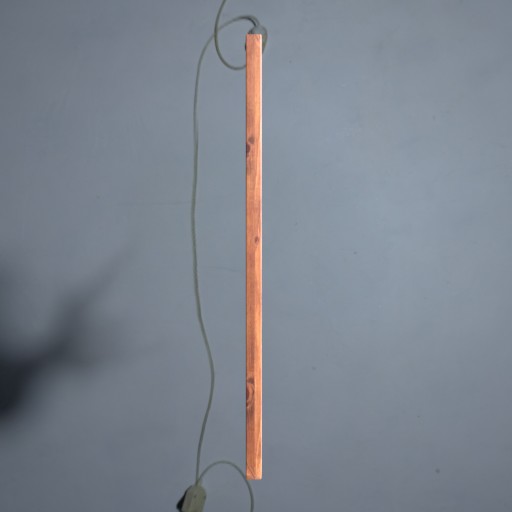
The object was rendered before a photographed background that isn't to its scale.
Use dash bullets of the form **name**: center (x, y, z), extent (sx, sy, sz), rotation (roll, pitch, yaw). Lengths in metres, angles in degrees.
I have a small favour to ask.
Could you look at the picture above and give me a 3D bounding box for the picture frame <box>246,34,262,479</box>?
- **picture frame**: center (0.000, 0.000, 1.212), extent (0.029, 0.817, 0.810), rotation (0, 90, 1)
